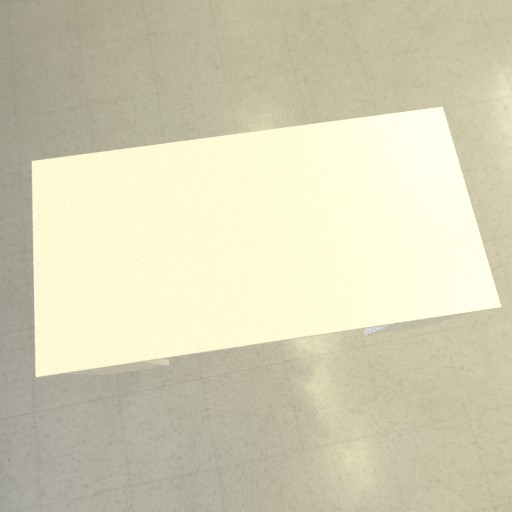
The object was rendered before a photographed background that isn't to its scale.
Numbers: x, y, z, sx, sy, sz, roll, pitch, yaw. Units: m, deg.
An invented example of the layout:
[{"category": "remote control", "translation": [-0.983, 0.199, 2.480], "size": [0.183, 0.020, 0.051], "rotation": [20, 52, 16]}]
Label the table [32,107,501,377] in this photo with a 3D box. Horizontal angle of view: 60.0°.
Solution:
[{"category": "table", "translation": [0.000, 0.000, 1.216], "size": [1.000, 0.440, 0.500], "rotation": [-8, 75, -2]}]
